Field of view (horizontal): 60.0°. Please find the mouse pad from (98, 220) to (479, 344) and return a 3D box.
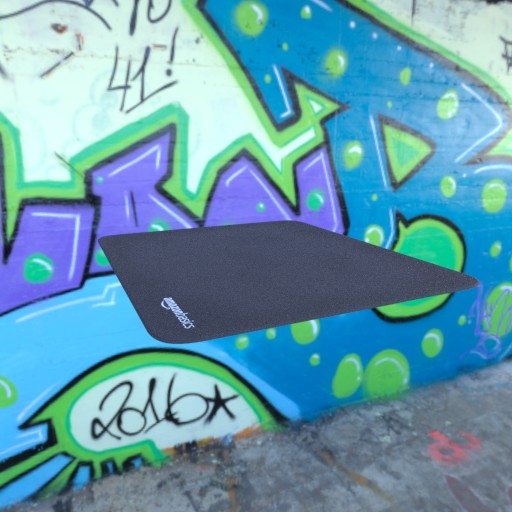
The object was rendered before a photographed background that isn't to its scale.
[{"bbox_3d":[0.000,0.000,0.344,0.211,0.002,0.249,-7,16,-24],"label":"mouse pad"}]
